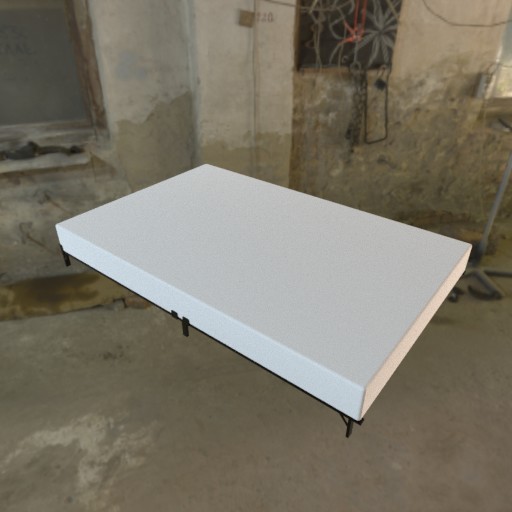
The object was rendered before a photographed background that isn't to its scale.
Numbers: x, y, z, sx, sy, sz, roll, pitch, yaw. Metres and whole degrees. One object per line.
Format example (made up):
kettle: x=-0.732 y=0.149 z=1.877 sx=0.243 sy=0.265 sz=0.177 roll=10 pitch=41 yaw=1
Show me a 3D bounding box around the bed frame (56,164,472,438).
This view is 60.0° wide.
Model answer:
bed frame: x=0.000 y=0.000 z=3.847 sx=2.987 sy=0.440 sz=1.930 roll=23 pitch=39 yaw=32
